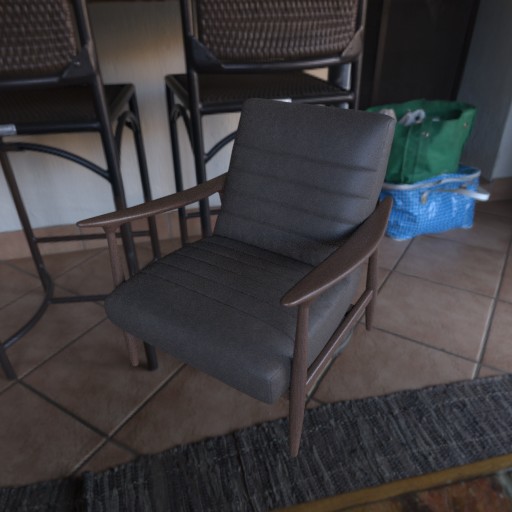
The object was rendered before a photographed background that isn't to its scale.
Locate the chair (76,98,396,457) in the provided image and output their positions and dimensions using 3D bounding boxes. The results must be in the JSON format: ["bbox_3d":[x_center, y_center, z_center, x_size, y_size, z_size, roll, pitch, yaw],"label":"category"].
[{"bbox_3d":[0.000,0.000,1.447,0.741,0.831,0.798,19,35,28],"label":"chair"}]
